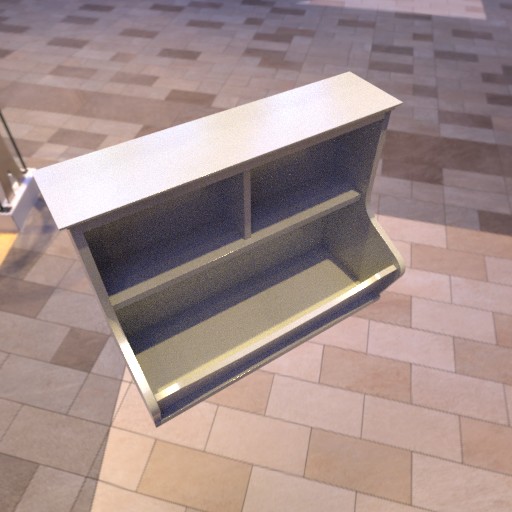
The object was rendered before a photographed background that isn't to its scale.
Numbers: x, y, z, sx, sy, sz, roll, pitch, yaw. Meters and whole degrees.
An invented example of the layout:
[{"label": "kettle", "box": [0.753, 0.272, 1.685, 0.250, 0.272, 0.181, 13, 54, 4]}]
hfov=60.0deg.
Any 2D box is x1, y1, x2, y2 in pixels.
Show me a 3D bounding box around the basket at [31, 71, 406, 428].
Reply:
[{"label": "basket", "box": [0.000, 0.000, 1.096, 0.780, 0.600, 0.350, -25, 52, -21]}]
